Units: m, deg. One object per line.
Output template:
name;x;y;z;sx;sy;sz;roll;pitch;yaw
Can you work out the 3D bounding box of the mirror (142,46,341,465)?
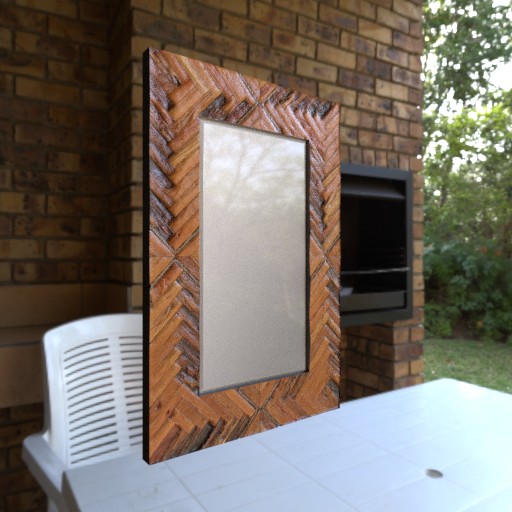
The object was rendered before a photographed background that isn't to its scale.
mirror;0.000;0.000;1.160;0.606;0.912;0.044;0;0;-37
